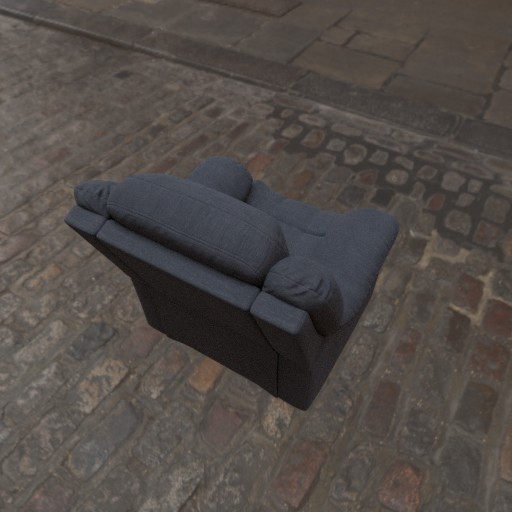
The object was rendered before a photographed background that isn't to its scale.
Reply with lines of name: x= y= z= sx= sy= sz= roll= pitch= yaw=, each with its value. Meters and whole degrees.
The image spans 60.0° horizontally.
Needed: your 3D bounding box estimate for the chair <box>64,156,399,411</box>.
chair: x=0.000 y=0.000 z=1.724 sx=0.899 sy=1.008 sz=0.944 roll=24 pitch=50 yaw=21
